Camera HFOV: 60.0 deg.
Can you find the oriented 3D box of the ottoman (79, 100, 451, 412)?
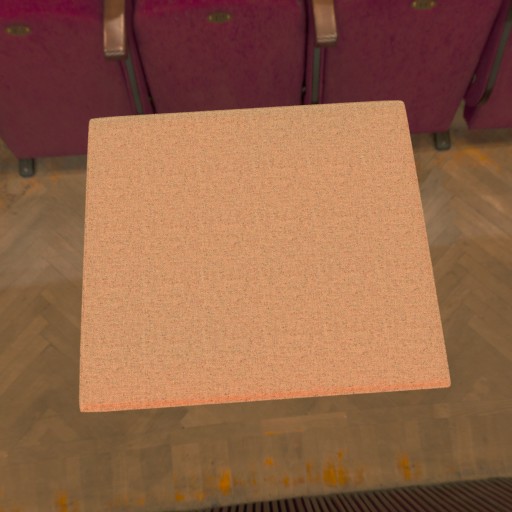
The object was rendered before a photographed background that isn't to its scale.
[{"bbox_3d":[0.000,0.000,1.210,0.835,0.303,0.736,-4,76,-1],"label":"ottoman"}]
